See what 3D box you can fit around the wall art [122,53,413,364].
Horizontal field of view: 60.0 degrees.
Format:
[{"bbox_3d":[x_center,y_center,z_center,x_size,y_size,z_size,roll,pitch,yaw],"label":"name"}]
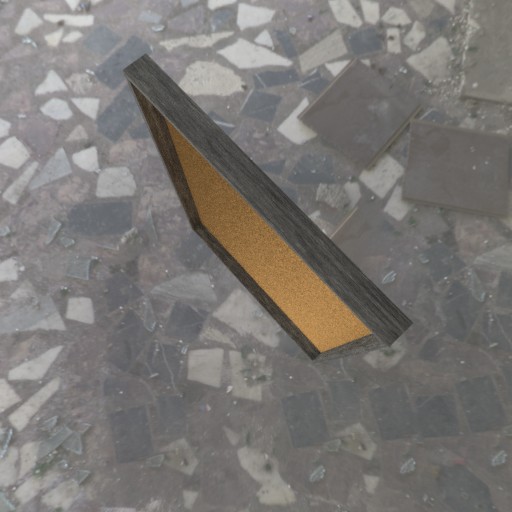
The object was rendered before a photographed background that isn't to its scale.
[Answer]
[{"bbox_3d":[0.000,0.000,1.343,0.063,1.016,0.762,-41,79,-10],"label":"wall art"}]
